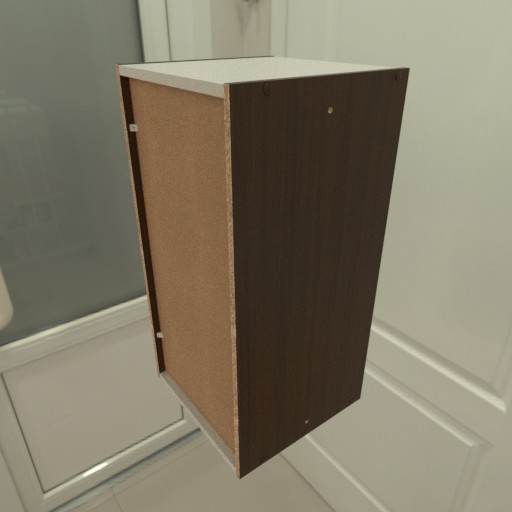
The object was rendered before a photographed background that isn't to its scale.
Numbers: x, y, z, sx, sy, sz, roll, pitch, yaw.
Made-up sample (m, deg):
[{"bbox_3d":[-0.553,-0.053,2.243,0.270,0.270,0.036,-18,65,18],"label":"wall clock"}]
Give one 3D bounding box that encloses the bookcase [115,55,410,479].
[{"bbox_3d":[0.000,0.000,0.758,0.290,0.600,0.300,-19,34,-32],"label":"bookcase"}]
